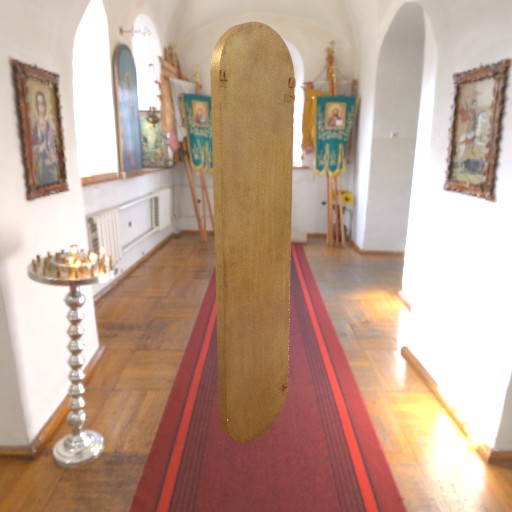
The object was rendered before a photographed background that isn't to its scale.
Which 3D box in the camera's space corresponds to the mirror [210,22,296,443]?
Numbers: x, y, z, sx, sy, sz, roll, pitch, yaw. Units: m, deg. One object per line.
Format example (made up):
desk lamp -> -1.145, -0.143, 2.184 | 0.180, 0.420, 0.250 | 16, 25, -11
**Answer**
mirror -> 0.000, 0.000, 1.043 | 0.222, 0.991, 0.032 | -15, 22, -43
